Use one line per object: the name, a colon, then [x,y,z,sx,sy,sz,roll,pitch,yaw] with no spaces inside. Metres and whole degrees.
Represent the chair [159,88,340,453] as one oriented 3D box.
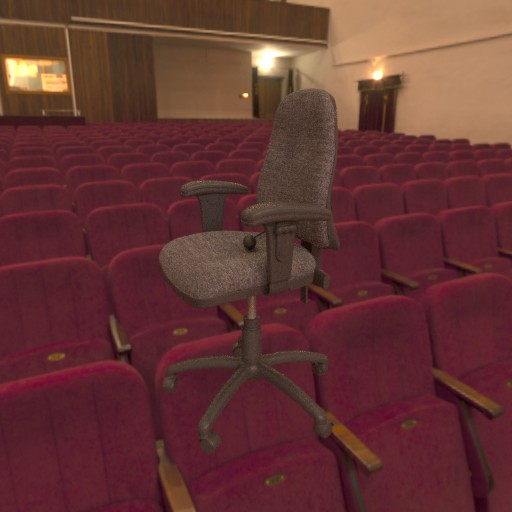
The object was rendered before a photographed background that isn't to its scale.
chair: [0.000,0.000,1.270,0.530,0.910,0.550,-8,18,-25]
